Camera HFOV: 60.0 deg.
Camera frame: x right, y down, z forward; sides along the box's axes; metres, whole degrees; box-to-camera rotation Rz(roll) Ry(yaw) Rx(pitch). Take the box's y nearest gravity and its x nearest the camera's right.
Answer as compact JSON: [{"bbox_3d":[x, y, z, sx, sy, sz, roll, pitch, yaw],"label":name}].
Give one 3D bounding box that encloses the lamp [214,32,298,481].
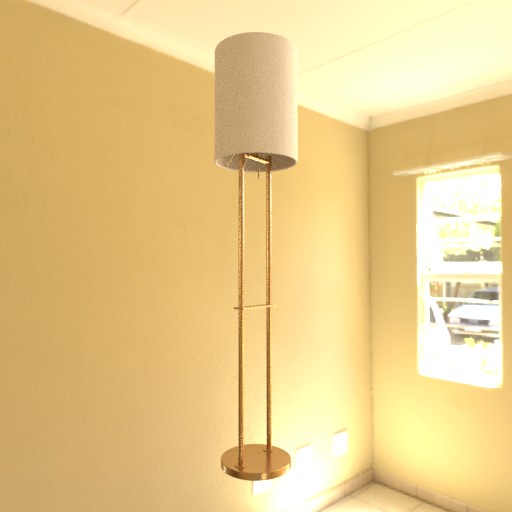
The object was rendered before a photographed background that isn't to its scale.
[{"bbox_3d":[0.000,0.000,1.618,0.305,1.500,0.306,-2,-3,37],"label":"lamp"}]
